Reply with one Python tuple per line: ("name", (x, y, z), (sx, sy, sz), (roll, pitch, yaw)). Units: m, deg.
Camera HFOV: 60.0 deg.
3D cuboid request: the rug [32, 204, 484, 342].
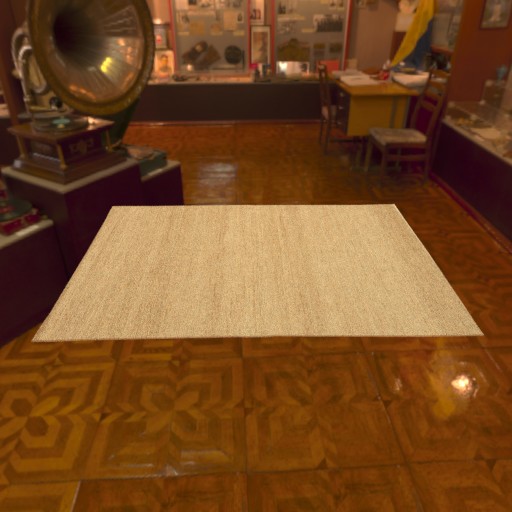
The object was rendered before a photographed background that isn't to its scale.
("rug", (0.000, 0.000, 2.896), (2.283, 0.030, 1.596), (0, 31, -1))
